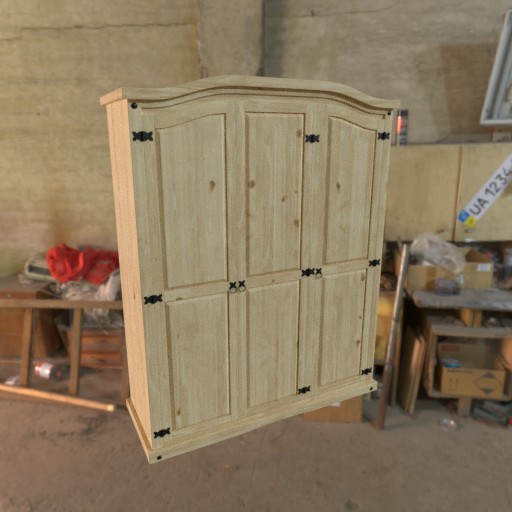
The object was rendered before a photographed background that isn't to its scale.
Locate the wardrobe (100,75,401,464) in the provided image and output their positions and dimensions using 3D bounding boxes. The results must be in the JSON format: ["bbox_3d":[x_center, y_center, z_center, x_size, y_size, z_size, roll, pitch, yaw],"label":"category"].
[{"bbox_3d":[0.000,0.000,2.572,1.500,1.870,0.570,-8,17,-26],"label":"wardrobe"}]
